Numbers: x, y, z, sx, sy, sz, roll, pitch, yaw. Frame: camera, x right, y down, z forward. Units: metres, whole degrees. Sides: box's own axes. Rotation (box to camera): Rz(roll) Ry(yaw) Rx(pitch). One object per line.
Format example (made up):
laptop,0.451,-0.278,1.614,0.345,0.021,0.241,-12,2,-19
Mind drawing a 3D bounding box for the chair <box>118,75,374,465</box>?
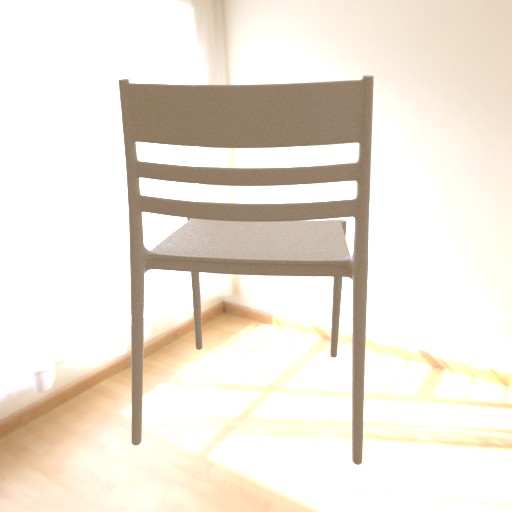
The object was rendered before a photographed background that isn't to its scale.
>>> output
chair,0.000,0.000,1.118,0.531,0.800,0.511,2,16,7
